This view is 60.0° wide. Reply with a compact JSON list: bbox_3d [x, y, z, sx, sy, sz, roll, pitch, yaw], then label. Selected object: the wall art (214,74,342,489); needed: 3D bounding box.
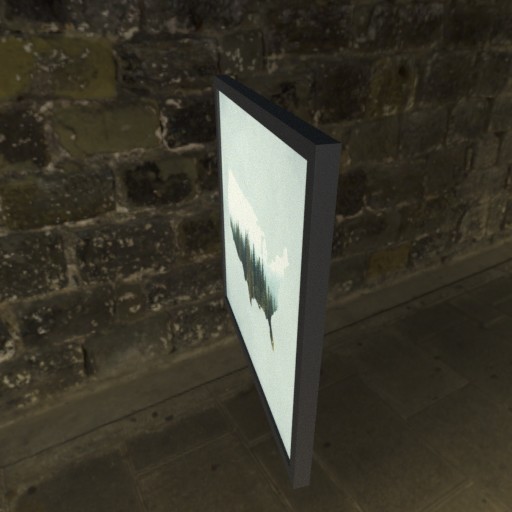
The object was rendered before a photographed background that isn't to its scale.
[{"bbox_3d":[0.000,0.000,1.117,0.038,0.763,0.763,-8,30,-13],"label":"wall art"}]
